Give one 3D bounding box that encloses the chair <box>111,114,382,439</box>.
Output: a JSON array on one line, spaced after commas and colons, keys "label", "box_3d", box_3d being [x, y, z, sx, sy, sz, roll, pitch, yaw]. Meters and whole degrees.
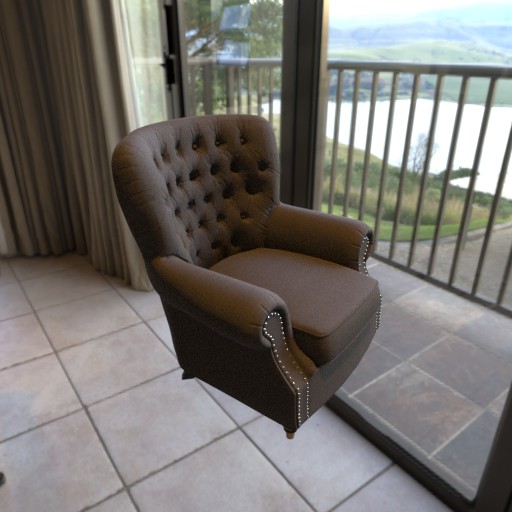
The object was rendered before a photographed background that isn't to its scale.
[{"label": "chair", "box_3d": [0.000, 0.000, 1.880, 0.983, 1.046, 0.983, 17, 30, 31]}]
